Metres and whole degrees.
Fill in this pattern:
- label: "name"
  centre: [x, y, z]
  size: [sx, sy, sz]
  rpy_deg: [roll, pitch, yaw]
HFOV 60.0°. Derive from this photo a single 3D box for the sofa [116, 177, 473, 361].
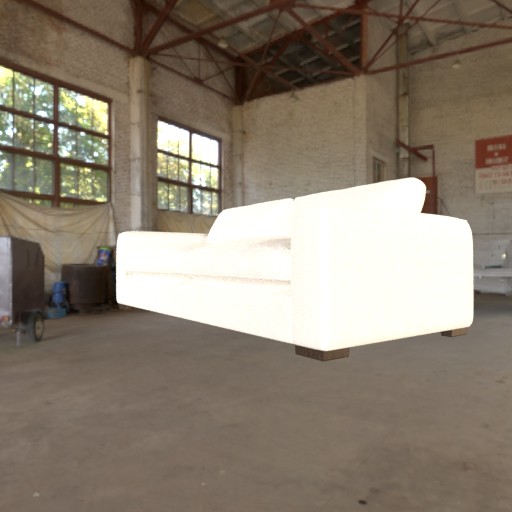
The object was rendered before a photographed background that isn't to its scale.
- label: "sofa"
  centre: [0.000, 0.000, 2.804]
  size: [1.070, 0.801, 2.262]
  rpy_deg: [0, -1, -36]
